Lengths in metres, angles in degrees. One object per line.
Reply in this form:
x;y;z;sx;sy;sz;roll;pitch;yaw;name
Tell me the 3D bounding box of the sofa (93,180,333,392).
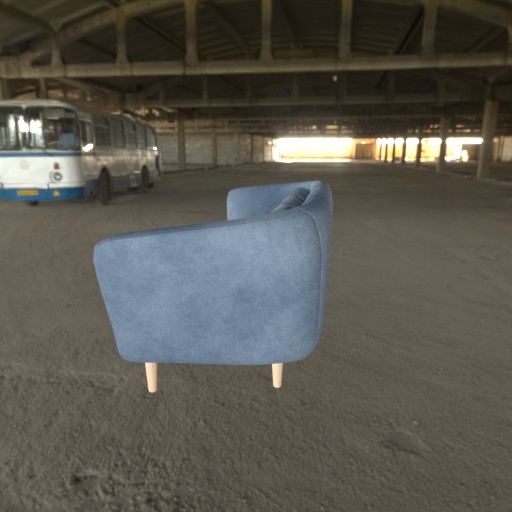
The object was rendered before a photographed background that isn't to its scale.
0.000;0.000;2.558;0.849;0.795;2.095;2;14;10;sofa
